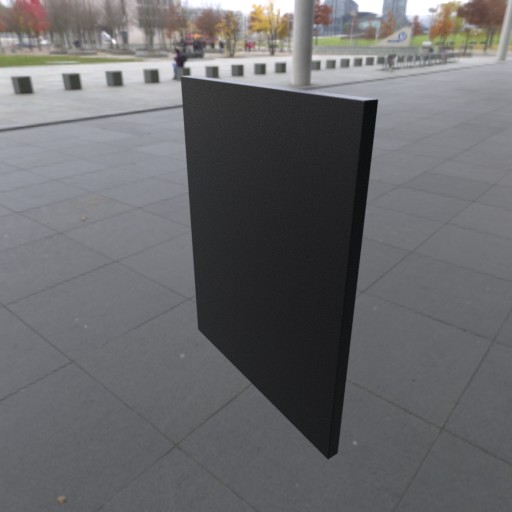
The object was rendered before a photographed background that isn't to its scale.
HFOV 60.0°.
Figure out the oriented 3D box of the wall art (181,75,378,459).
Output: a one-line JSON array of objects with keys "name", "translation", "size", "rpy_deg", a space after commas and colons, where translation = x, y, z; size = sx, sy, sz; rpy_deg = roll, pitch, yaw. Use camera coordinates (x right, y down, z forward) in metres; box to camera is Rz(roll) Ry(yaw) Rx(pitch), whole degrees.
[{"name": "wall art", "translation": [0.000, 0.000, 1.650], "size": [0.053, 1.194, 0.950], "rpy_deg": [-17, 31, -31]}]
